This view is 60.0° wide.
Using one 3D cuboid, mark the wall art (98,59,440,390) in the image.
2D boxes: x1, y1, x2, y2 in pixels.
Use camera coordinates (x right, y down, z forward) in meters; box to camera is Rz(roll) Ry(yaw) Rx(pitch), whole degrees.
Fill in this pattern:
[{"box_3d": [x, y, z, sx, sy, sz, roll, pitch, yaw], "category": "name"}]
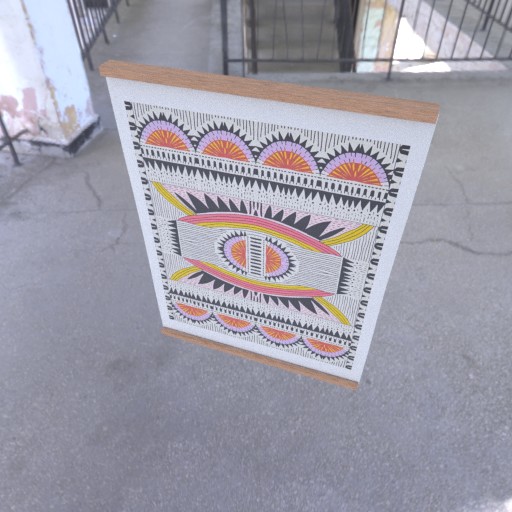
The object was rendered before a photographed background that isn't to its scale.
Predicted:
[{"box_3d": [0.000, 0.000, 0.780, 0.456, 0.609, 0.028, 13, 45, 14], "category": "wall art"}]
